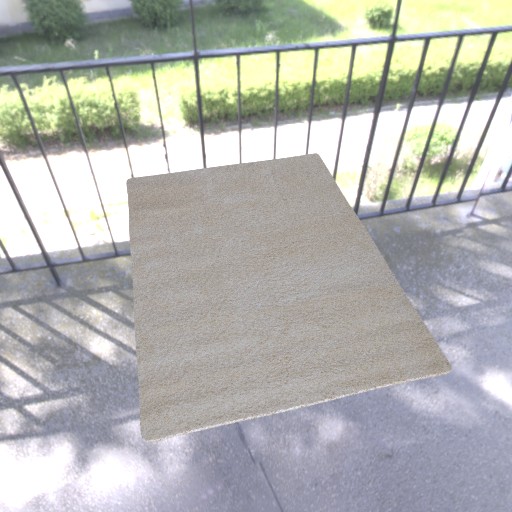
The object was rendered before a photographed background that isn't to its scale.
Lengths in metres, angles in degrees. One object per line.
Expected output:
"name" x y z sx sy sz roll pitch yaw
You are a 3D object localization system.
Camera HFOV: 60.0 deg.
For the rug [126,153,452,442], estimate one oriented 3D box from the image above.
"rug" 0.000 0.000 2.179 1.199 0.025 1.600 -10 46 -10
